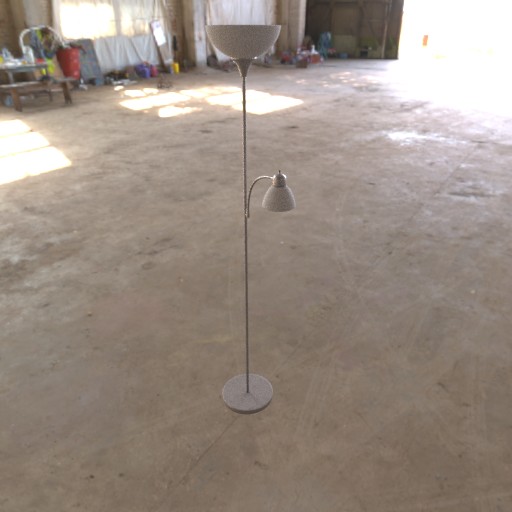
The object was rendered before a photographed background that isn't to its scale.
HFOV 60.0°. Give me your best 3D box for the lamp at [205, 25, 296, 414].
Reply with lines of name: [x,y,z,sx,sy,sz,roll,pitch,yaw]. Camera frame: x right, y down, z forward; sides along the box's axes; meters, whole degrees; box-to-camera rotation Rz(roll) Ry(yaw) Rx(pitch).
lamp: [0.000,0.000,1.956,0.279,1.804,0.425,-19,34,-32]
